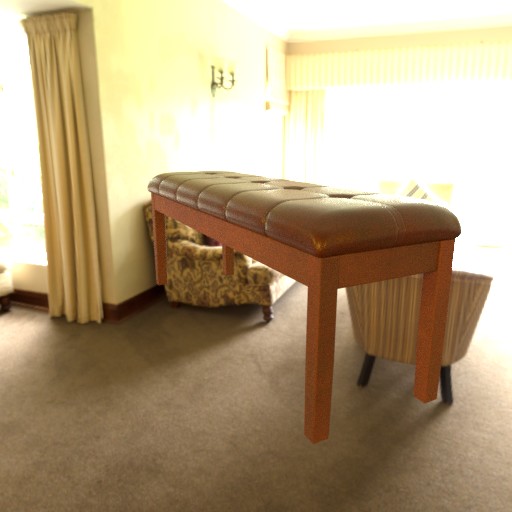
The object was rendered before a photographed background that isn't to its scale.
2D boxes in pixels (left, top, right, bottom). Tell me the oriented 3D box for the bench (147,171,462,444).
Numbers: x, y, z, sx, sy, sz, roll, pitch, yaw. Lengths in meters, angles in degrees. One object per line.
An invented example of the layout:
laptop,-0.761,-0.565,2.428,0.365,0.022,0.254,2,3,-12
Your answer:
bench,0.000,0.000,1.476,0.401,0.491,1.259,-7,16,-27
